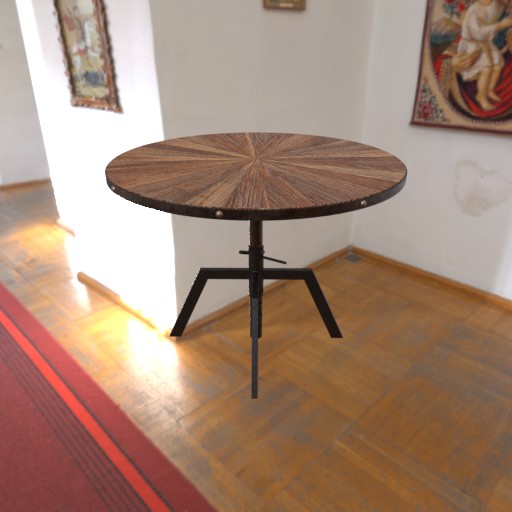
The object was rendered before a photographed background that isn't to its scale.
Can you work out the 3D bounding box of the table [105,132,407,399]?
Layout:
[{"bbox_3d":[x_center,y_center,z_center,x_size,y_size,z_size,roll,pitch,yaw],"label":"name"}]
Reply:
[{"bbox_3d":[0.000,0.000,1.498,0.885,0.658,0.885,0,26,0],"label":"table"}]
